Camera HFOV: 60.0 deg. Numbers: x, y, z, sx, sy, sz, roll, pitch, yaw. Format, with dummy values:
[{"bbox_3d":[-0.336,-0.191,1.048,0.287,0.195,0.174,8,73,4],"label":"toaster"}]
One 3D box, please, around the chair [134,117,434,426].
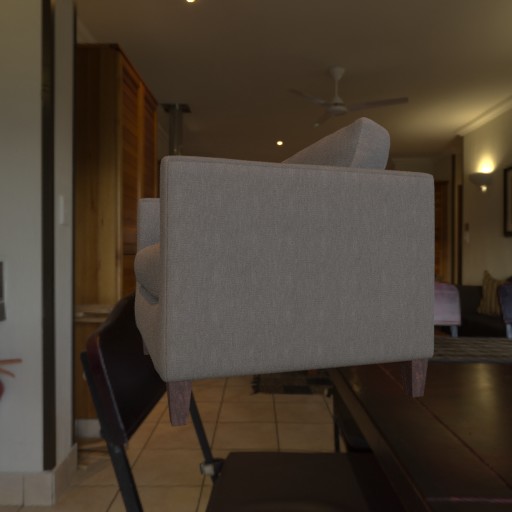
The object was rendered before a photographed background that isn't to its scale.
[{"bbox_3d":[0.000,0.000,1.865,0.959,0.963,1.107,0,0,-19],"label":"chair"}]
